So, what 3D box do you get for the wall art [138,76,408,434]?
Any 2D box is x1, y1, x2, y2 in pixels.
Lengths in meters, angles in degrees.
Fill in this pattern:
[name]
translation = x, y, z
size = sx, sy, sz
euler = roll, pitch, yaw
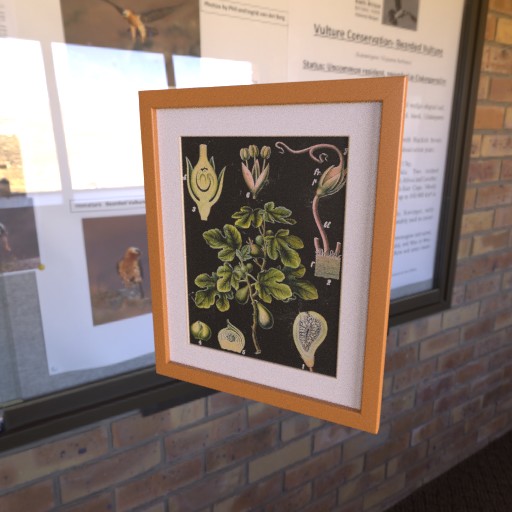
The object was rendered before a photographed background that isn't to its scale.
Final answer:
[wall art]
translation = 0.000, 0.000, 0.523
size = 0.310, 0.379, 0.015
euler = 7, 17, 25
